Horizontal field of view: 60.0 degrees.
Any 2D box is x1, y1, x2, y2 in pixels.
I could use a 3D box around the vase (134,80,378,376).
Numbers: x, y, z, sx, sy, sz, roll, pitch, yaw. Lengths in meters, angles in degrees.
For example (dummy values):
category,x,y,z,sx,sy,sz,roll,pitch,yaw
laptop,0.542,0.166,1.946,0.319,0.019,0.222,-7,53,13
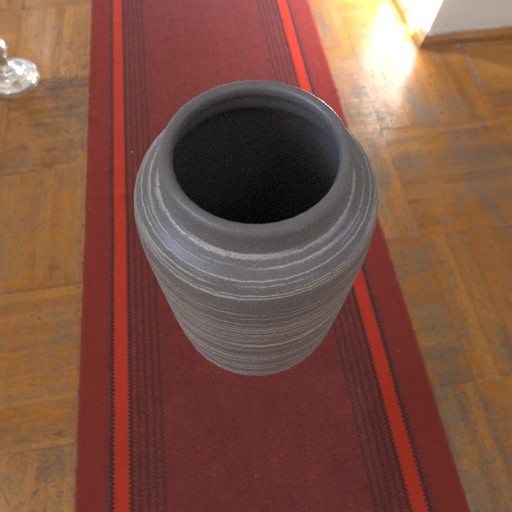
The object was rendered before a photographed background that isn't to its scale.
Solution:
category,x,y,z,sx,sy,sz,roll,pitch,yaw
vase,0.000,0.000,0.677,0.297,0.499,0.297,0,64,0
